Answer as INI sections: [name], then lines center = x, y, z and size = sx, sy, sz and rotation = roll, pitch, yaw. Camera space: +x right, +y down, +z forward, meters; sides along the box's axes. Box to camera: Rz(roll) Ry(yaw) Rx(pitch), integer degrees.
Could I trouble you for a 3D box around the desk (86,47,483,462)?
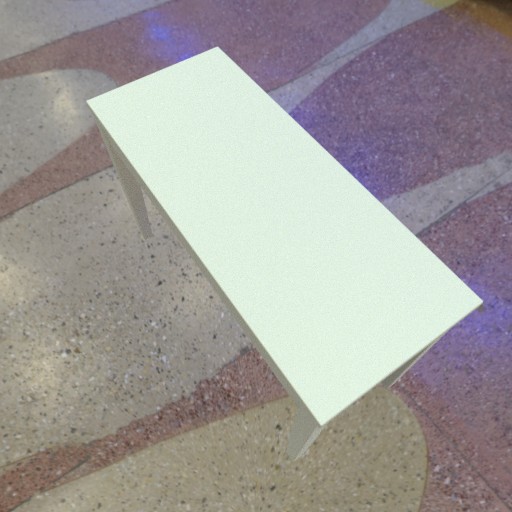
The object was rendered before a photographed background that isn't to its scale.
[desk]
center = 0.000, 0.000, 1.593
size = 0.508, 0.775, 1.220
rotation = -31, 64, -17
